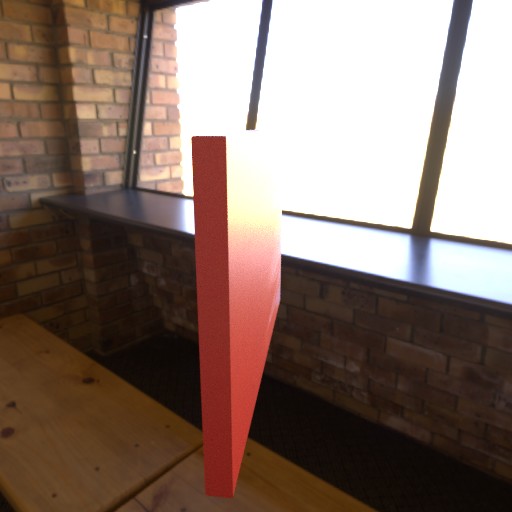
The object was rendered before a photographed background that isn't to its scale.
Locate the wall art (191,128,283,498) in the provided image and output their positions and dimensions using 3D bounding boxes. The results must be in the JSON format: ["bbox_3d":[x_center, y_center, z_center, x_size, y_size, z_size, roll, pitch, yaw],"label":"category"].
[{"bbox_3d":[0.000,0.000,0.744,0.033,0.405,0.607,2,17,8],"label":"wall art"}]
